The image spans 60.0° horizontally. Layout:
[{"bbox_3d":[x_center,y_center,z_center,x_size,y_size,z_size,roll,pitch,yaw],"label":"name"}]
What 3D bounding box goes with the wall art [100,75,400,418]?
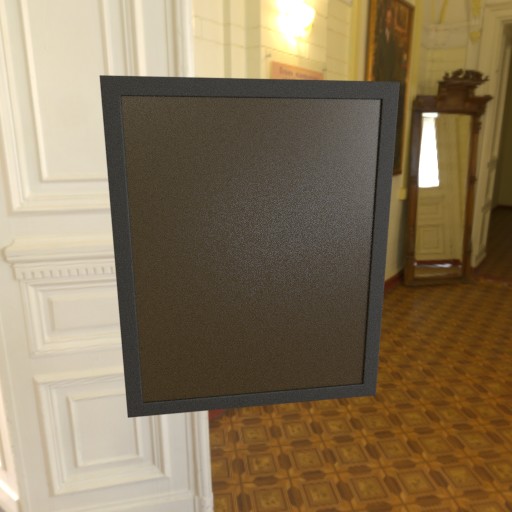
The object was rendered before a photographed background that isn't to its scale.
[{"bbox_3d":[0.000,0.000,0.749,0.457,0.558,0.028,-2,15,-9],"label":"wall art"}]
